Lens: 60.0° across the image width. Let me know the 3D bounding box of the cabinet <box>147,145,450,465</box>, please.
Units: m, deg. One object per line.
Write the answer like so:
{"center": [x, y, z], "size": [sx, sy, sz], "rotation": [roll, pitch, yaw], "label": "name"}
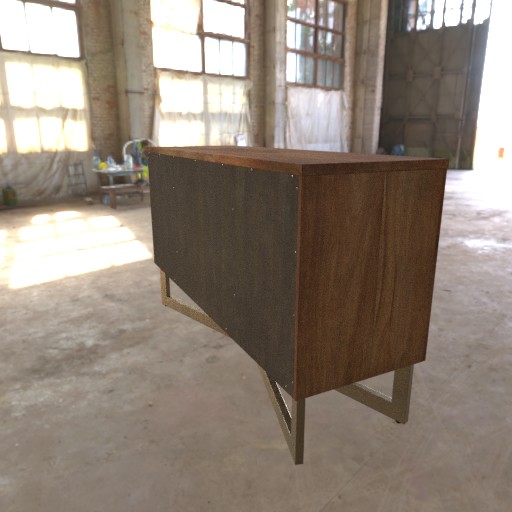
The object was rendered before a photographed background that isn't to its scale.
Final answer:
{"center": [0.000, 0.000, 1.758], "size": [0.480, 0.812, 1.373], "rotation": [-8, 17, -26], "label": "cabinet"}
